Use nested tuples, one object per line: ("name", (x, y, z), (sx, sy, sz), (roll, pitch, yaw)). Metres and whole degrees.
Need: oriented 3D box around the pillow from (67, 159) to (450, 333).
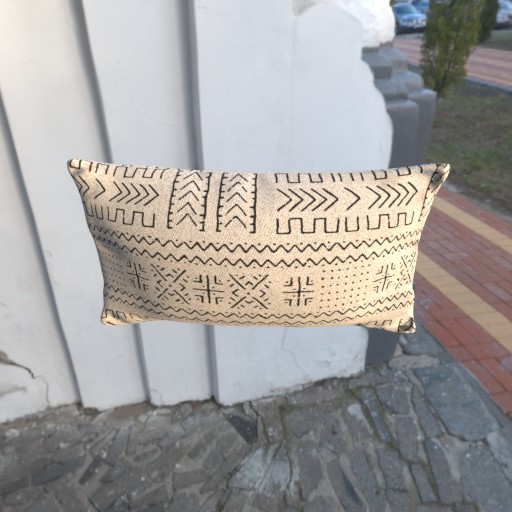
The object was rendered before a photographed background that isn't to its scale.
("pillow", (0.000, 0.000, 0.805), (0.637, 0.352, 0.188), (1, 30, 2))
